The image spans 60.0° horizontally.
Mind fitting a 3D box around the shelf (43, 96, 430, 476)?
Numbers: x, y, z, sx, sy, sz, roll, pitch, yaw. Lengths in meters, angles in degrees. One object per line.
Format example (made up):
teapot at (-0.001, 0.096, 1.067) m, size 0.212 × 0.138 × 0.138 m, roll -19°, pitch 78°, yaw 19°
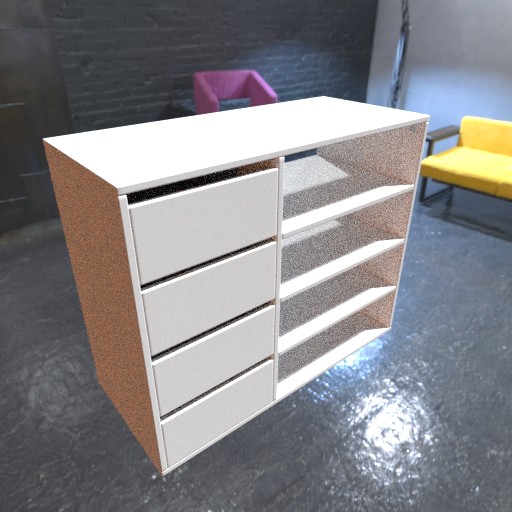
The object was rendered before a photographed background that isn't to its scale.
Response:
shelf at (0.000, 0.000, 1.267) m, size 0.895 × 0.732 × 0.396 m, roll -21°, pitch 35°, yaw -33°
